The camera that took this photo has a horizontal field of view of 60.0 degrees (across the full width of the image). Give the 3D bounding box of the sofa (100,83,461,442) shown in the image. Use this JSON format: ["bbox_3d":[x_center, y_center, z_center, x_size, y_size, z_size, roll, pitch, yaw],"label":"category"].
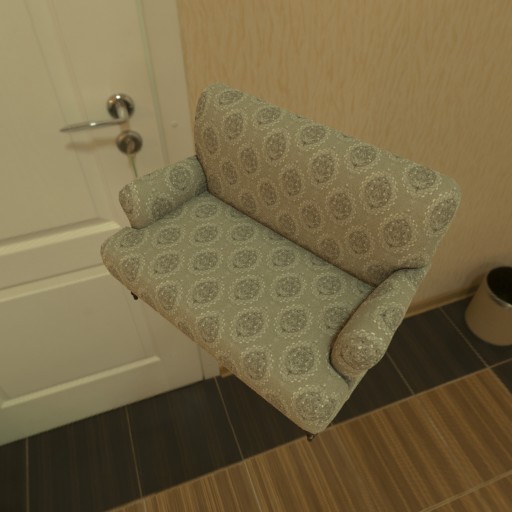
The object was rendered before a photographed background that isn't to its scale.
[{"bbox_3d":[0.000,0.000,1.834,1.297,0.889,0.779,32,54,27],"label":"sofa"}]
